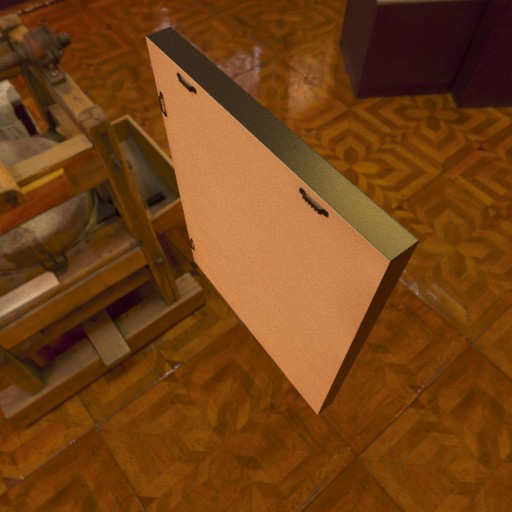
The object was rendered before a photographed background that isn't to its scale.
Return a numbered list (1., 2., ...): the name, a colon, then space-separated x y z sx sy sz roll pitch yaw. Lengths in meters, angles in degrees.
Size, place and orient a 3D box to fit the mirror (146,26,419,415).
1. mirror: 0.000 0.000 0.667 0.041 0.509 0.406 -32 62 -19
